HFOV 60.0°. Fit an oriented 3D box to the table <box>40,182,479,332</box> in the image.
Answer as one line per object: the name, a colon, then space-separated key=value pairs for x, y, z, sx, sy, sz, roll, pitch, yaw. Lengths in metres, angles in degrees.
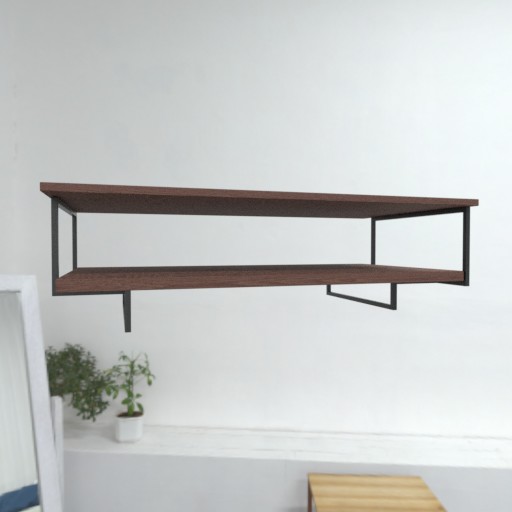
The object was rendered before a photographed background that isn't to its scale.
table: x=0.000 y=0.000 z=1.464 sx=1.197 sy=0.347 sz=0.651 roll=0 pitch=1 yaw=-17
